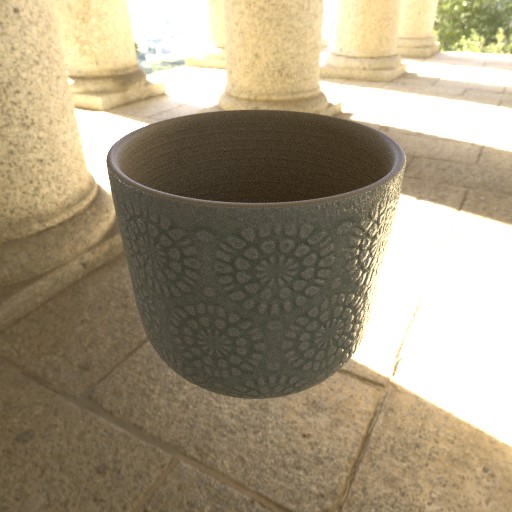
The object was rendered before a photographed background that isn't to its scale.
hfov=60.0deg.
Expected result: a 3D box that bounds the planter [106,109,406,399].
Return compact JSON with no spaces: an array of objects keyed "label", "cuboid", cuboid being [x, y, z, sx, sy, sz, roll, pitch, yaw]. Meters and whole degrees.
[{"label":"planter","cuboid":[0.000,0.000,0.299,0.169,0.153,0.169,0,32,0]}]
